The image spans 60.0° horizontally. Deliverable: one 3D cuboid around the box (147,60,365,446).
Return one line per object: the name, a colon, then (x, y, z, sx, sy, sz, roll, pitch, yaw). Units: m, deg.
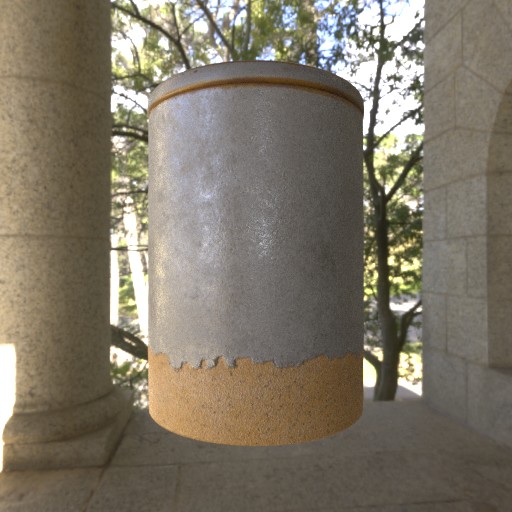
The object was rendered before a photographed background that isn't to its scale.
box: (0.000, 0.000, 0.245, 0.118, 0.168, 0.118, 0, -2, 0)
